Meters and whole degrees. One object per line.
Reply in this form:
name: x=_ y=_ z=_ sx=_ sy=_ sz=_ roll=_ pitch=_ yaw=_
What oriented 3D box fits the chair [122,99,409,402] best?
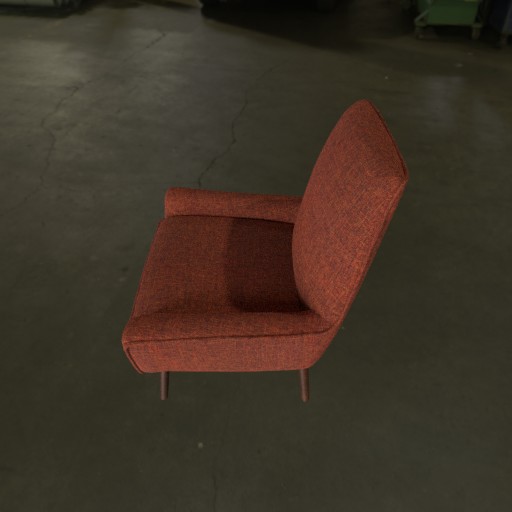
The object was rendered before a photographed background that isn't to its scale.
chair: x=0.000 y=0.000 z=1.519 sx=0.784 sy=0.911 sz=0.803 roll=1 pitch=41 yaw=1
